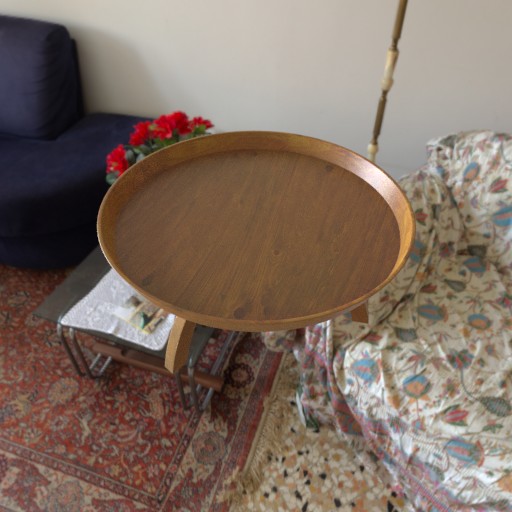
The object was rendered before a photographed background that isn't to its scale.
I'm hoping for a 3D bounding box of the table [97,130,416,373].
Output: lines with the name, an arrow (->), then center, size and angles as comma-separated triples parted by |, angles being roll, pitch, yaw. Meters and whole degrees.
table -> 0.000, 0.000, 1.587 | 1.016, 0.470, 1.016 | 0, 42, 0
